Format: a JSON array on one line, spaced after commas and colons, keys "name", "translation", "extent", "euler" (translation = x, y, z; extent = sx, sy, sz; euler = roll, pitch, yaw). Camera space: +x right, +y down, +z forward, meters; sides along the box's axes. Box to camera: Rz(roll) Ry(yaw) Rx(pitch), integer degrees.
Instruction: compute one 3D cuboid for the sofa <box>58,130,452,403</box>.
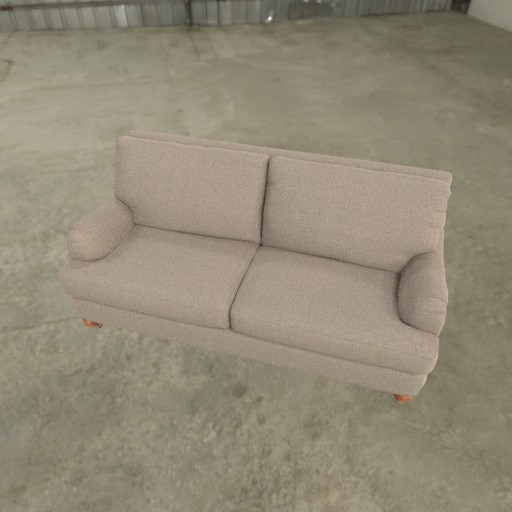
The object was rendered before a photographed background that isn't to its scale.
[{"name": "sofa", "translation": [0.000, 0.000, 2.731], "extent": [2.160, 1.054, 1.087], "euler": [11, 42, 12]}]
